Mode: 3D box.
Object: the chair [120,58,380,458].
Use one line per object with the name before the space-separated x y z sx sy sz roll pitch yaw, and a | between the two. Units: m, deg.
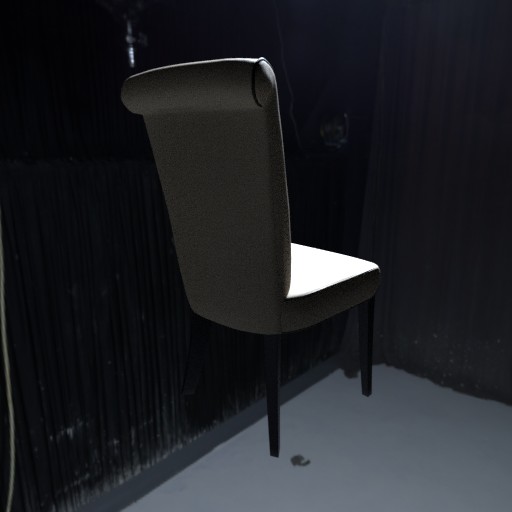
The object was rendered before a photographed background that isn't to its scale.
chair | 0.000 0.000 1.321 0.623 0.997 0.522 -15 21 -42
